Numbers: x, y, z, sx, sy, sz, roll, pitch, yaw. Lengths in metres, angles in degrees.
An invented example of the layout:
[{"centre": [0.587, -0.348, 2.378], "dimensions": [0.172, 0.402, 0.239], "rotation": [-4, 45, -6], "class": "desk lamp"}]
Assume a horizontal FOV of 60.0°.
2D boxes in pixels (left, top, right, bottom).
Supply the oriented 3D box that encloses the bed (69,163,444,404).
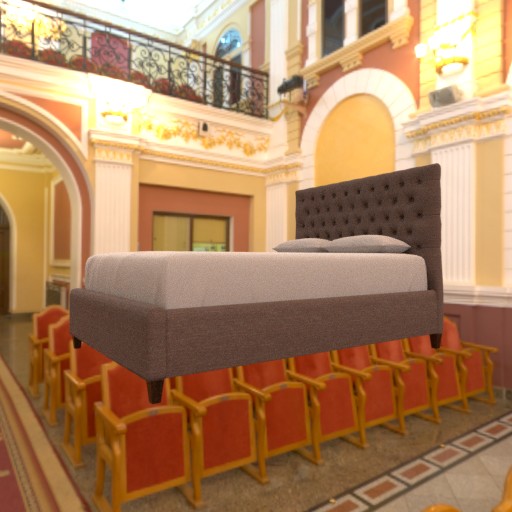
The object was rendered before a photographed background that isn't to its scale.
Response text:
[{"centre": [0.000, 0.000, 3.440], "dimensions": [2.387, 1.427, 1.698], "rotation": [0, 0, -35], "class": "bed"}]
